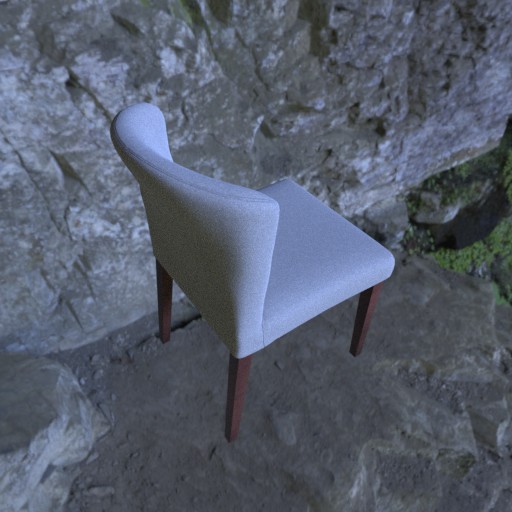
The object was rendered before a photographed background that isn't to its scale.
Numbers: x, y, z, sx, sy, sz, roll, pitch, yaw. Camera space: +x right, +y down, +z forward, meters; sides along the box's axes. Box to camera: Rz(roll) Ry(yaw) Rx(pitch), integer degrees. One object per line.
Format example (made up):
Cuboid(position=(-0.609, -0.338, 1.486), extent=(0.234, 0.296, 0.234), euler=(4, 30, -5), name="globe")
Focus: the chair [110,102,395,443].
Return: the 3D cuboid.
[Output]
Cuboid(position=(0.000, 0.000, 1.198), extent=(0.592, 0.839, 0.491), euler=(-25, 48, -25), name="chair")
